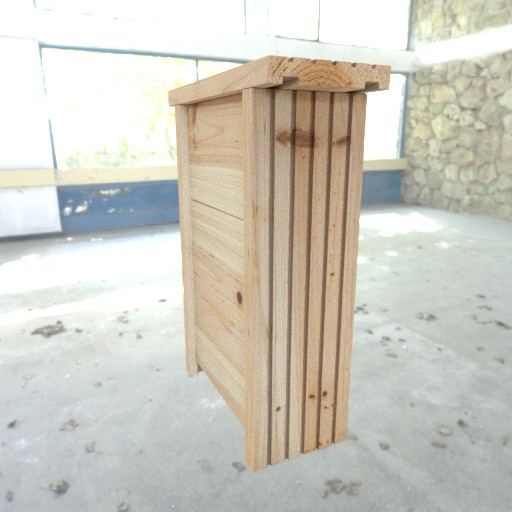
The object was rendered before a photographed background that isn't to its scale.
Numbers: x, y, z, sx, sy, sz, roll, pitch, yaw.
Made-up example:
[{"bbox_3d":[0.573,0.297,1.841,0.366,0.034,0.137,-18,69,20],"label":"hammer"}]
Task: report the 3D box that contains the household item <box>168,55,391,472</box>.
[{"bbox_3d":[0.000,0.000,0.550,0.123,0.407,0.301,-7,16,-25],"label":"household item"}]
